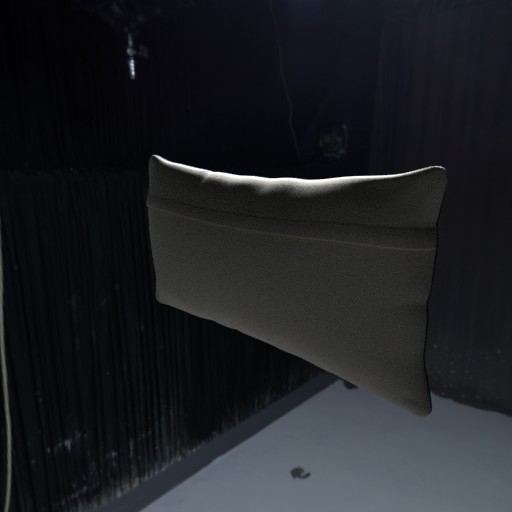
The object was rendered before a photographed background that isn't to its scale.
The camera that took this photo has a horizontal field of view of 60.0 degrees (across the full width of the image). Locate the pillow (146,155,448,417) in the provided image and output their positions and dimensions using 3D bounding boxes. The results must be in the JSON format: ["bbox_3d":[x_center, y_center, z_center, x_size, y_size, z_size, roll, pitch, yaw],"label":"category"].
[{"bbox_3d":[0.000,0.000,0.711,0.148,0.307,0.604,-13,19,-43],"label":"pillow"}]
